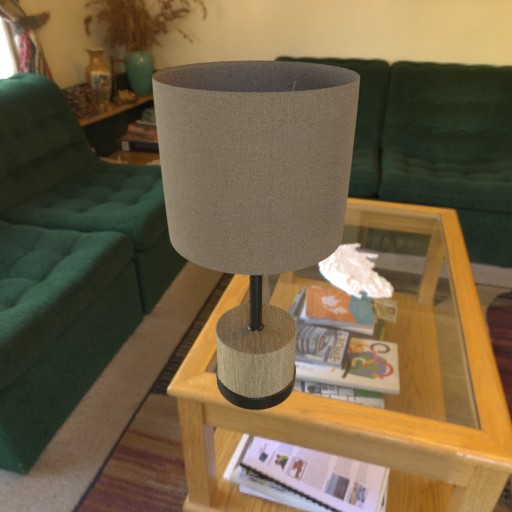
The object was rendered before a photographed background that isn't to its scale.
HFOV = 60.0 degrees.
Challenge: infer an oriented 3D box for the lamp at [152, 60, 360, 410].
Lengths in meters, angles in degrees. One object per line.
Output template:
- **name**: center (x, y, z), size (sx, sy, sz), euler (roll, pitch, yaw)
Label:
- **lamp**: center (0.000, 0.000, 0.611), size (0.229, 0.470, 0.229), euler (-1, 30, -2)
